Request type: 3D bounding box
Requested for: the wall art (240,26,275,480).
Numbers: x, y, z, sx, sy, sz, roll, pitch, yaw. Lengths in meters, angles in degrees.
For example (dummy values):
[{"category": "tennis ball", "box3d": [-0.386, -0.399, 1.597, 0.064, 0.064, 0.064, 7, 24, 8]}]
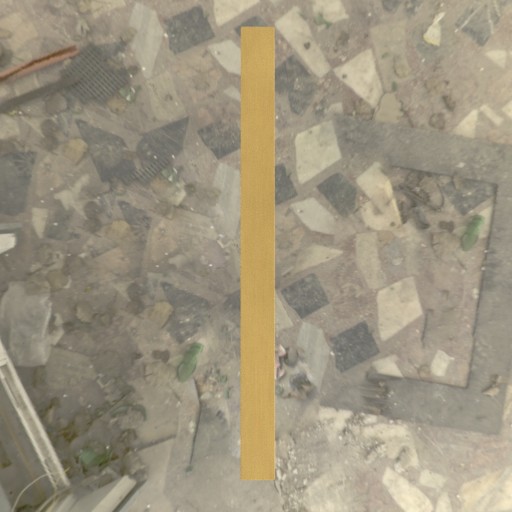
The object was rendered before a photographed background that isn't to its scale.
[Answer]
[{"category": "wall art", "box3d": [0.000, 0.000, 0.749, 0.038, 0.508, 0.508, 0, 89, 0]}]
